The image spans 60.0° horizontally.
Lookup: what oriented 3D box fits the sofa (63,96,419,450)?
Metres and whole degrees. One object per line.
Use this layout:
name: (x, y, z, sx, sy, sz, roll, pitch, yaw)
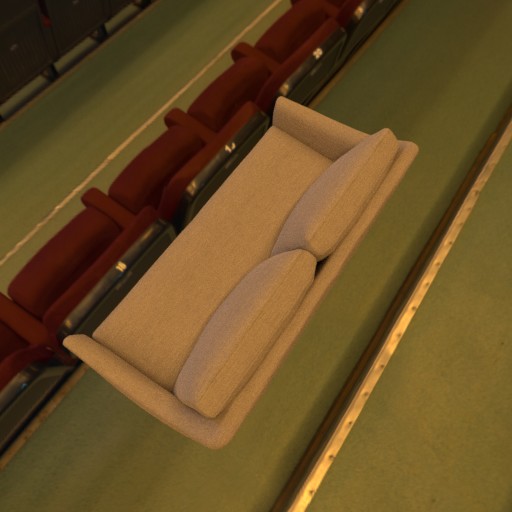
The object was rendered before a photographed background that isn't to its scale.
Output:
sofa: (0.000, 0.000, 2.583, 0.980, 0.913, 2.036, 31, 68, 14)
